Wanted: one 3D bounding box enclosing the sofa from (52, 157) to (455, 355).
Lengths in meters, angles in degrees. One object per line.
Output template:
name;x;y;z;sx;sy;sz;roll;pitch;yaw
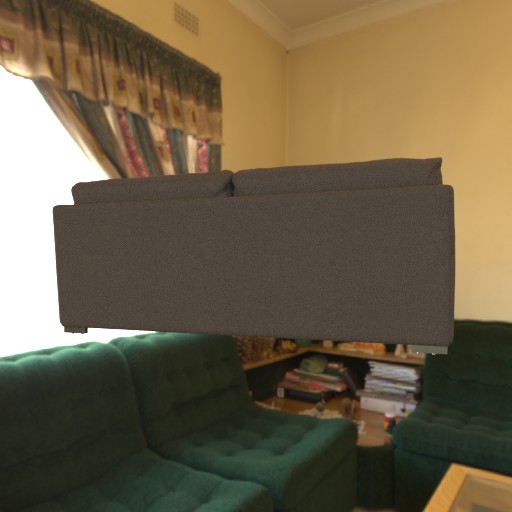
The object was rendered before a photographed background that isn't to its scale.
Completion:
sofa;0.000;0.000;2.819;2.271;0.950;1.140;0;-1;18
